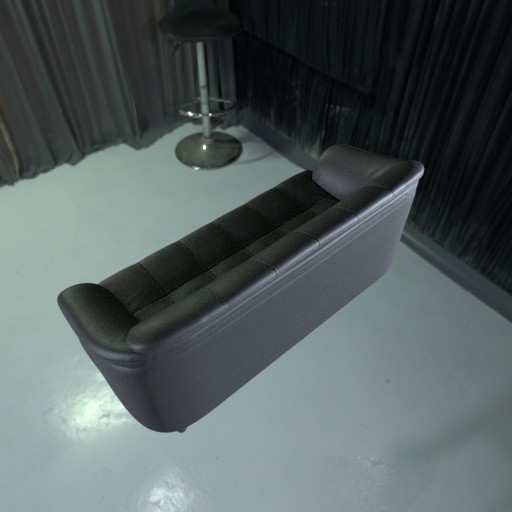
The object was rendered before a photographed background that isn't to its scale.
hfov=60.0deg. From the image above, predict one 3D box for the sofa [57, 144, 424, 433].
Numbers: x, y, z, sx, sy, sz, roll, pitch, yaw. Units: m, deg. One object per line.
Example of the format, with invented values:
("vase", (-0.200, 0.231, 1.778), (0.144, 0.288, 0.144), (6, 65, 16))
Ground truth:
("sofa", (0.000, 0.000, 2.260), (1.829, 0.811, 0.800), (-32, 55, -27))
